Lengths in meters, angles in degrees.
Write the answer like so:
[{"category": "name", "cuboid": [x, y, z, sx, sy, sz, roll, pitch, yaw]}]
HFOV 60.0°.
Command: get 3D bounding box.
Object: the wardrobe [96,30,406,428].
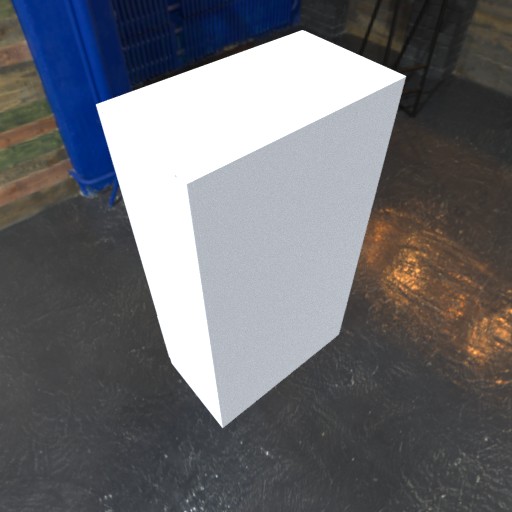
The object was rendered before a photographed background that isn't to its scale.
[{"category": "wardrobe", "cuboid": [0.000, 0.000, 2.274, 0.991, 1.808, 0.577, -32, 56, -25]}]
